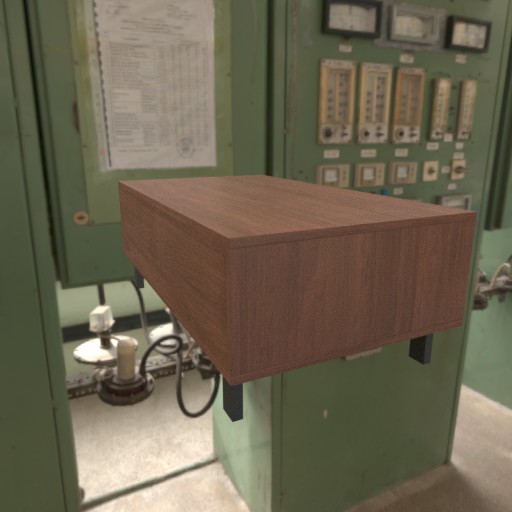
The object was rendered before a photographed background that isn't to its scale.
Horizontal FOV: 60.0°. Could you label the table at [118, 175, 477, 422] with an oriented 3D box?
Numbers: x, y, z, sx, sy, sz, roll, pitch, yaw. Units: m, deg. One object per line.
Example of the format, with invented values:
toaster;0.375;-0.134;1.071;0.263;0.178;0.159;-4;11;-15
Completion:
table;0.000;0.000;1.324;0.600;0.380;1.020;-7;17;-25
